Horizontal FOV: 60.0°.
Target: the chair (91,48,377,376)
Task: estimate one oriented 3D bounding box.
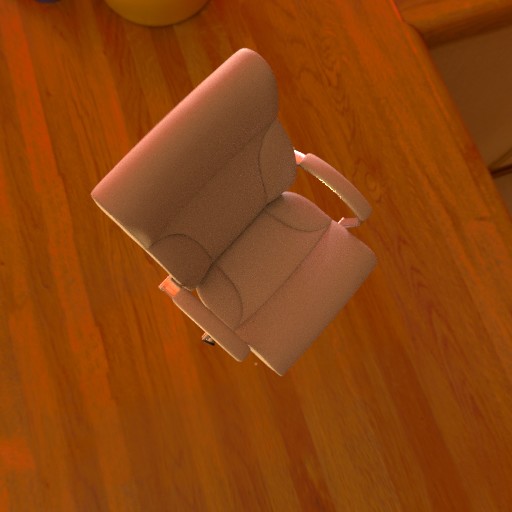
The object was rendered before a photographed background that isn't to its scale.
[{"bbox_3d":[0.000,0.000,1.565,0.745,1.099,0.727,41,80,9],"label":"chair"}]
